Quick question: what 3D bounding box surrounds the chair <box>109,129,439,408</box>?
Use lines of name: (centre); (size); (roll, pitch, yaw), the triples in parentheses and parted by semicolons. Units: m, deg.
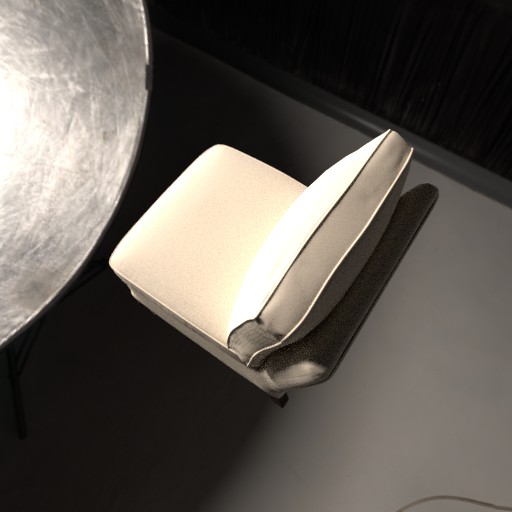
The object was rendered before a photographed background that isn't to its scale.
chair: (0.000, 0.000, 1.437); (0.781, 0.887, 0.630); (31, 67, 15)
